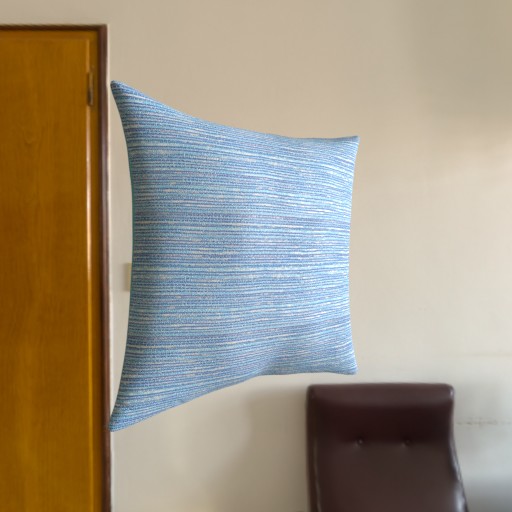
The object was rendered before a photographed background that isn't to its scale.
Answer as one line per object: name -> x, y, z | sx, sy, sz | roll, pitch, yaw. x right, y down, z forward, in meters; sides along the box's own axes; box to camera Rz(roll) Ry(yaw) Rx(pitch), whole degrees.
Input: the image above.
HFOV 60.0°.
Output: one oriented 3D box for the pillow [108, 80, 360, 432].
pillow -> 0.000, 0.000, 0.770 | 0.514, 0.497, 0.150 | -1, 2, -36
